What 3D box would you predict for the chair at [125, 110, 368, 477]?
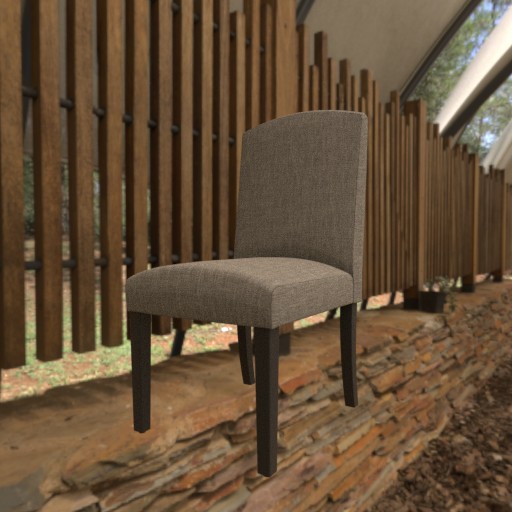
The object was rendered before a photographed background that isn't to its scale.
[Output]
[{"bbox_3d":[0.000,0.000,1.240,0.451,0.917,0.580,1,2,34],"label":"chair"}]
